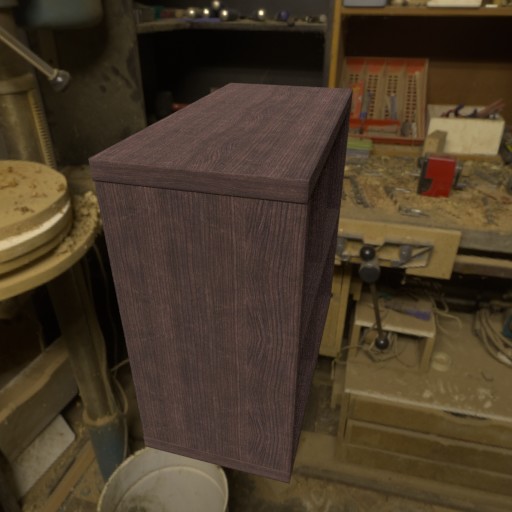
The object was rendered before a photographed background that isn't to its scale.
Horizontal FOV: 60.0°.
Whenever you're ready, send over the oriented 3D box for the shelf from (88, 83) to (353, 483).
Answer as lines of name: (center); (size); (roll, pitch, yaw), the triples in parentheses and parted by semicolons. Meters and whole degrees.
shelf: (0.000, 0.000, 1.259); (0.390, 0.786, 0.790); (8, 32, 13)
